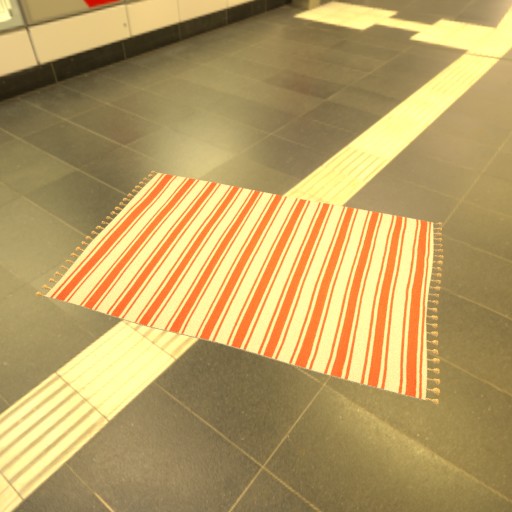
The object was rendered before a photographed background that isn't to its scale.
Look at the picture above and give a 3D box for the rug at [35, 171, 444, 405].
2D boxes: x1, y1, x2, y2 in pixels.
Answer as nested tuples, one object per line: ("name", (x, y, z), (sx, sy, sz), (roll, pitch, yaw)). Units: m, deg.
("rug", (0.000, 0.000, 3.026), (2.433, 0.022, 1.556), (12, 43, 13))
